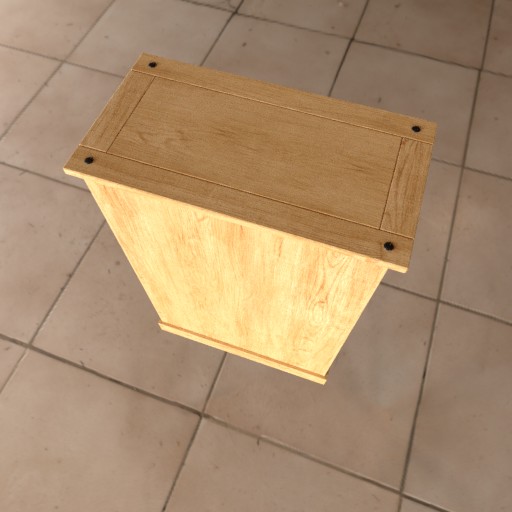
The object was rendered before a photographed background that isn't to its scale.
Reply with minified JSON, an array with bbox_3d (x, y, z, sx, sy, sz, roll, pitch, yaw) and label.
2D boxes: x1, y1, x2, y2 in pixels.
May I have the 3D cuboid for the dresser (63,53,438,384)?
[{"bbox_3d":[0.000,0.000,1.776,0.915,1.300,0.485,17,63,9],"label":"dresser"}]
